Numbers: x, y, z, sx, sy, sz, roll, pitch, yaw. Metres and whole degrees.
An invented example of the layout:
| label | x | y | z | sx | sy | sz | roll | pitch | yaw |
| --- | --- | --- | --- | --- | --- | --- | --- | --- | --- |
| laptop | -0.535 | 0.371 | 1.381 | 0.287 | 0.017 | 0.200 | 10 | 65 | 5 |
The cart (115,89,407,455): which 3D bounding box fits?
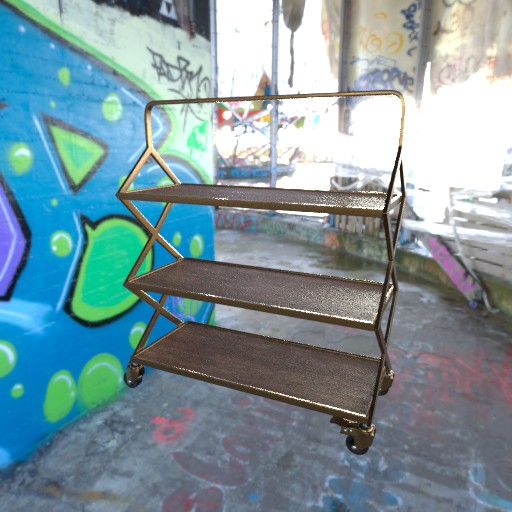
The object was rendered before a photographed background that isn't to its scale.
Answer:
| label | x | y | z | sx | sy | sz | roll | pitch | yaw |
| --- | --- | --- | --- | --- | --- | --- | --- | --- | --- |
| cart | 0.000 | 0.000 | 1.182 | 0.723 | 0.805 | 0.313 | 7 | 16 | 25 |
